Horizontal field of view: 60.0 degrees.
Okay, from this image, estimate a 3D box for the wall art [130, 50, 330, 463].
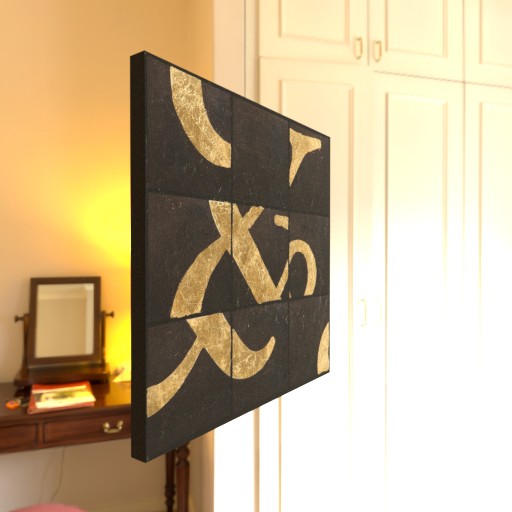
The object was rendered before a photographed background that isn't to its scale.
[{"bbox_3d":[0.000,0.000,1.133,0.044,0.758,0.758,0,1,36],"label":"wall art"}]
